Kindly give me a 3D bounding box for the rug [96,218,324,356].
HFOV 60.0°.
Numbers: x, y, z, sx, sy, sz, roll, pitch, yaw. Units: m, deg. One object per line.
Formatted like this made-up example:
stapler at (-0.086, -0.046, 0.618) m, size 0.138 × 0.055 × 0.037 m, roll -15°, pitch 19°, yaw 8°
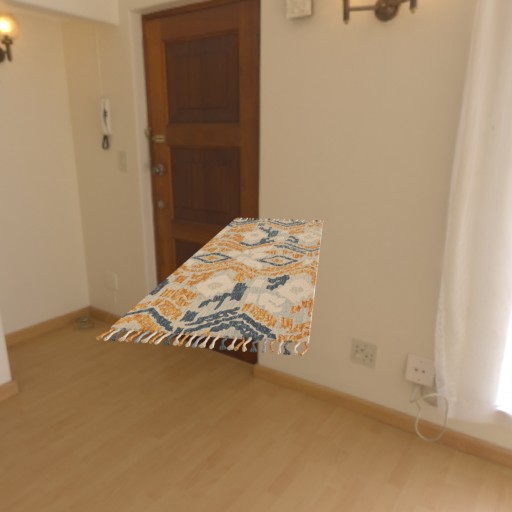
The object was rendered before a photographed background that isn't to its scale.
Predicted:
rug at (0.000, 0.000, 2.710) m, size 0.783 × 0.010 × 2.437 m, roll 3°, pitch 16°, yaw 9°
